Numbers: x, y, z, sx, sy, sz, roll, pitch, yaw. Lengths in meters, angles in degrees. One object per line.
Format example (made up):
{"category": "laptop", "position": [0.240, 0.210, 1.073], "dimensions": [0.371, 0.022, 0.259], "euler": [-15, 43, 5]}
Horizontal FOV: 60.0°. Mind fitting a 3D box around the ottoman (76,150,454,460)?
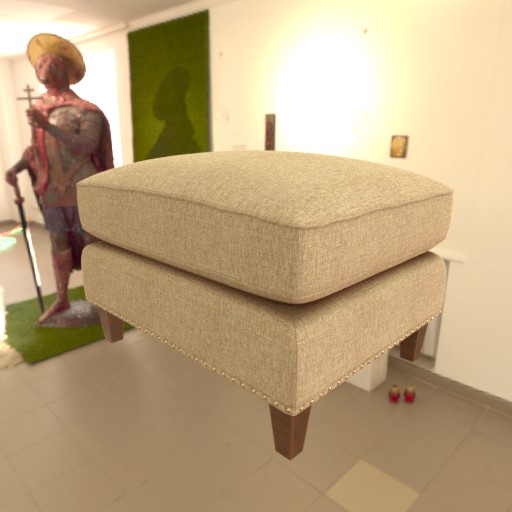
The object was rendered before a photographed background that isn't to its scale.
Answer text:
{"category": "ottoman", "position": [0.000, 0.000, 1.113], "dimensions": [0.741, 0.513, 0.584], "euler": [15, 22, 42]}
